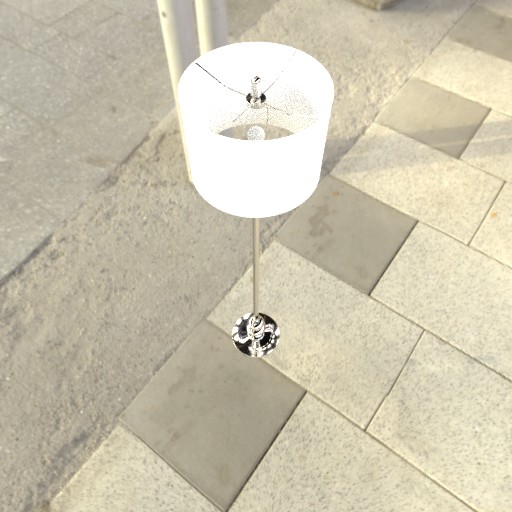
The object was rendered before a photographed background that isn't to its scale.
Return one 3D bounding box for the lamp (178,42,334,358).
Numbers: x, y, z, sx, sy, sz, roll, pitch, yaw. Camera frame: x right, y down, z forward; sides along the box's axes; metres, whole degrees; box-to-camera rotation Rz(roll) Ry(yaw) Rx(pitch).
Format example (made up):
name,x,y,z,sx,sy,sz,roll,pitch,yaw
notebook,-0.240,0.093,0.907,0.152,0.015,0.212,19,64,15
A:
name,x,y,z,sx,sy,sz,roll,pitch,yaw
lamp,0.000,0.000,1.620,0.356,1.487,0.356,30,62,18
